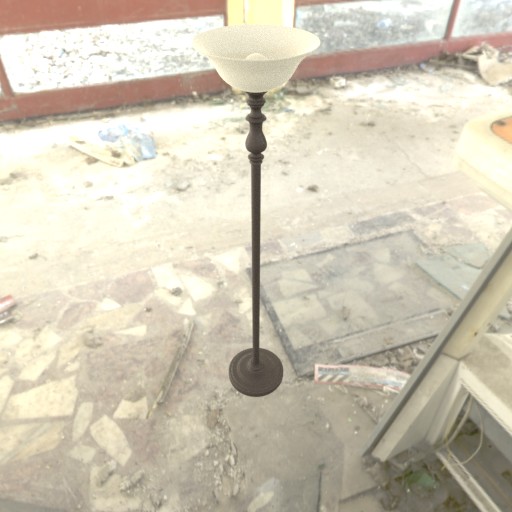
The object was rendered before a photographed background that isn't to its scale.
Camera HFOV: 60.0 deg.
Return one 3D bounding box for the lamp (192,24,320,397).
[{"bbox_3d":[0.000,0.000,1.986,0.405,1.797,0.405,0,40,0],"label":"lamp"}]
